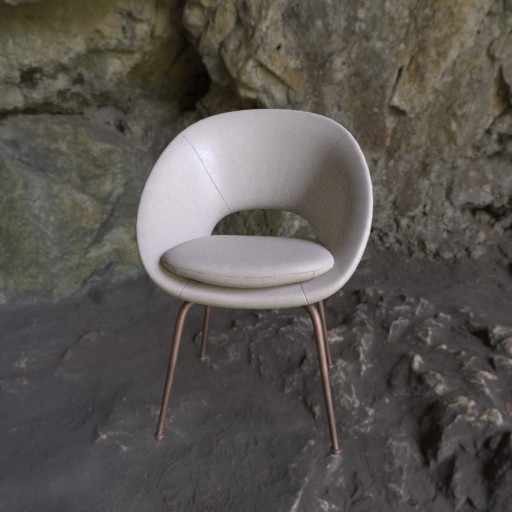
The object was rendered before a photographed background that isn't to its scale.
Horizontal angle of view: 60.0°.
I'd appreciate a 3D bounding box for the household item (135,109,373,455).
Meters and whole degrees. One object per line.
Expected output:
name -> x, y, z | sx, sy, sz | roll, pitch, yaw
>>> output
household item -> 0.000, 0.000, 1.274 | 0.623, 0.852, 0.573 | 2, 13, 7
